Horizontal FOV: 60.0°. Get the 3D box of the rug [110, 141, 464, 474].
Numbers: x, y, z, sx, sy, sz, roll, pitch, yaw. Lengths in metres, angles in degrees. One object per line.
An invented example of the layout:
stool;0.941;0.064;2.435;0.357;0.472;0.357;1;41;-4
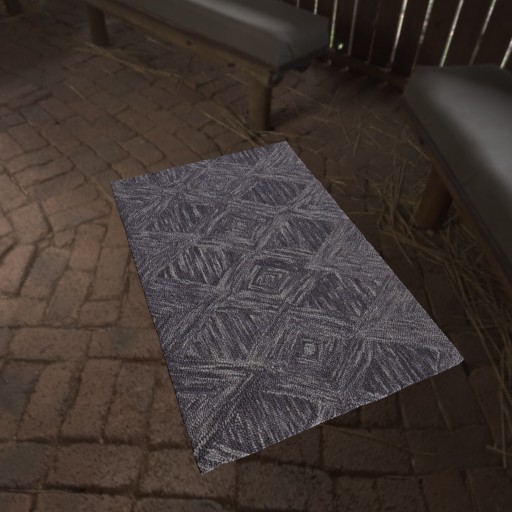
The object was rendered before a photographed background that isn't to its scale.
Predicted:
rug;0.000;0.000;2.299;1.186;0.012;1.814;-17;50;-15
